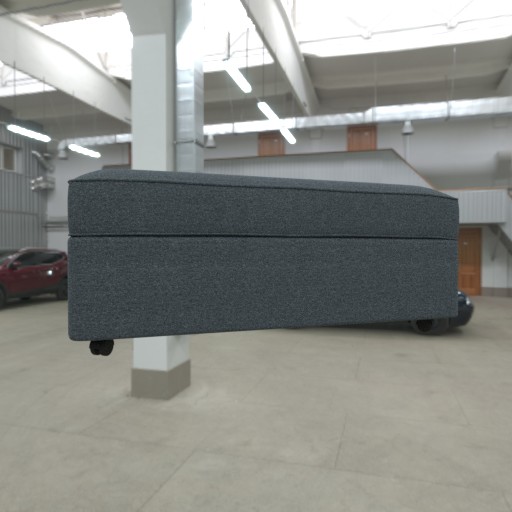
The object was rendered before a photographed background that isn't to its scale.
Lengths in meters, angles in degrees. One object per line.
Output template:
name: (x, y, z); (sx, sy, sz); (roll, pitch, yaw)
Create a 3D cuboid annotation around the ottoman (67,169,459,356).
ottoman: (0.000, 0.000, 1.540); (1.173, 0.494, 0.681); (0, 1, -19)
